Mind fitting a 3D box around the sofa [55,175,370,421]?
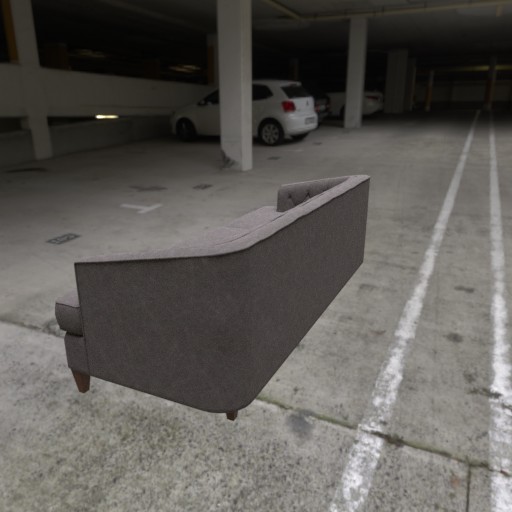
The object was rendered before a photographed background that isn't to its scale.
[{"bbox_3d":[0.000,0.000,2.699,0.917,0.806,2.247,8,20,25],"label":"sofa"}]
